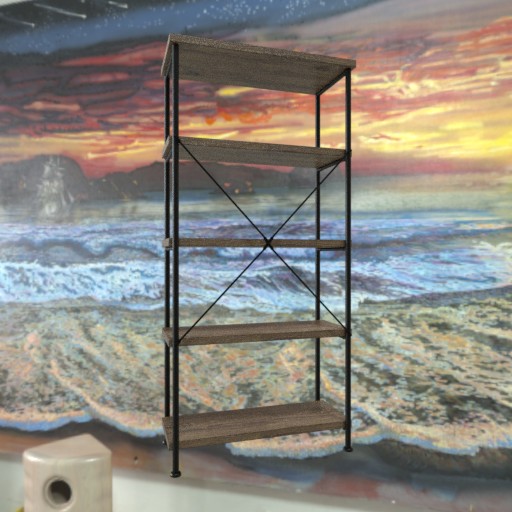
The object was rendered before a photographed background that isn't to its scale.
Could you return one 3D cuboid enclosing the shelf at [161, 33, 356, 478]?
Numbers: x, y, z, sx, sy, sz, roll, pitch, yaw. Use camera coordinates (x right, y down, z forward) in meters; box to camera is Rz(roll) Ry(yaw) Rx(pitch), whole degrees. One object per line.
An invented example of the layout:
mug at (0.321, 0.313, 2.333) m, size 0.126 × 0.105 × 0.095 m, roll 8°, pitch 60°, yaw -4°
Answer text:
shelf at (0.000, 0.000, 1.979) m, size 0.800 × 1.700 × 0.360 m, roll 0°, pitch 0°, yaw -17°
